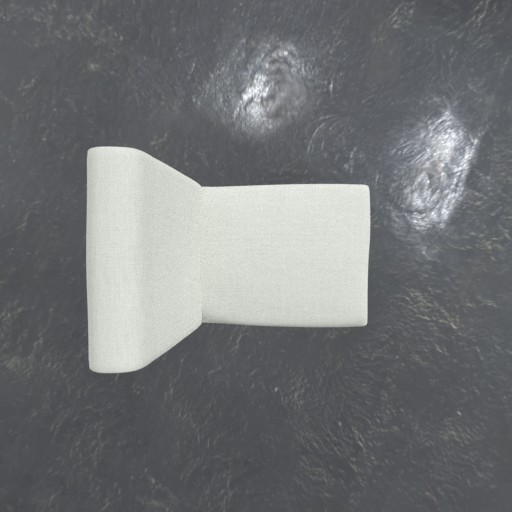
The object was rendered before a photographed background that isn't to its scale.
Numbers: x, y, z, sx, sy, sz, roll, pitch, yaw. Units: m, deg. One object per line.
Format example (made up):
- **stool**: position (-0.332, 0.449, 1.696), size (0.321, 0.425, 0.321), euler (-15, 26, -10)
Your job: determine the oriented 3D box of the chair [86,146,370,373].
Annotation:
- **chair**: position (0.000, 0.000, 1.352), size (0.708, 0.976, 0.452), euler (0, 91, -2)
